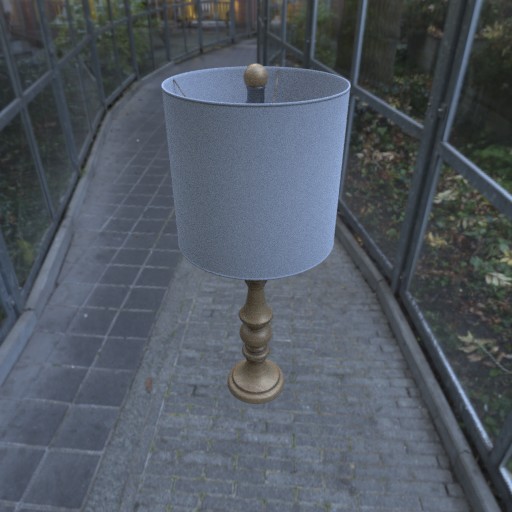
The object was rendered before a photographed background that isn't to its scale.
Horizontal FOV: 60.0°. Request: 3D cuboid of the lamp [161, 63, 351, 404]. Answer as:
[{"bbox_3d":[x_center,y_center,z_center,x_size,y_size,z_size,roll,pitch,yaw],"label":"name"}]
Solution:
[{"bbox_3d":[0.000,0.000,0.742,0.250,0.597,0.250,9,33,15],"label":"lamp"}]
